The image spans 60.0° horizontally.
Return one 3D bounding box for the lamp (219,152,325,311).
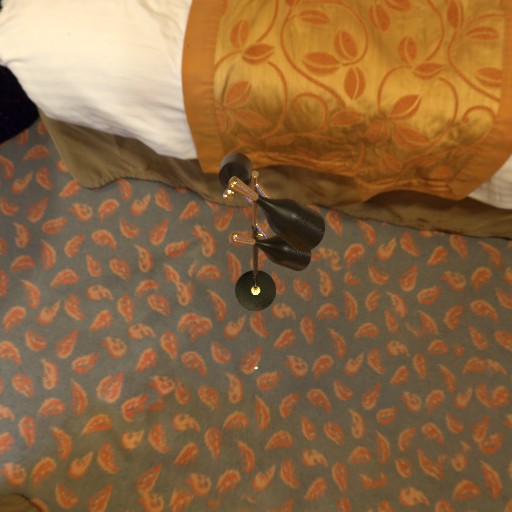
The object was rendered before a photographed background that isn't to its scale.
[{"bbox_3d":[0.000,0.000,1.877,0.253,1.778,0.434,-35,78,-8],"label":"lamp"}]
